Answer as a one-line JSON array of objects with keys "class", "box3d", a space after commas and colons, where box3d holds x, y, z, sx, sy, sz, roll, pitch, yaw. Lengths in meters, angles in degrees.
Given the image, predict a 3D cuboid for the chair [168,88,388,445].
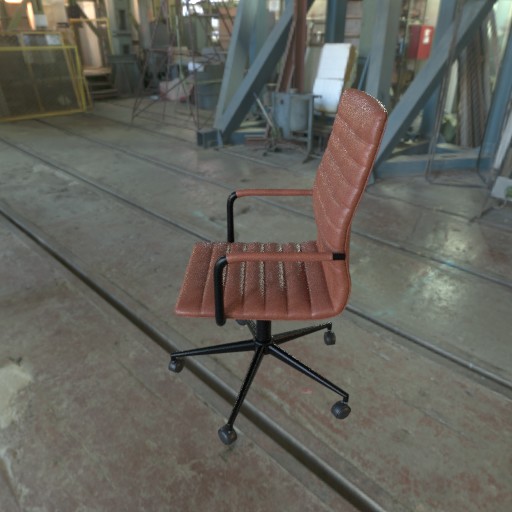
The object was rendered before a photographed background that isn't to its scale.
[{"class": "chair", "box3d": [0.000, 0.000, 1.275, 0.578, 0.878, 0.600, 0, 27, 1]}]
